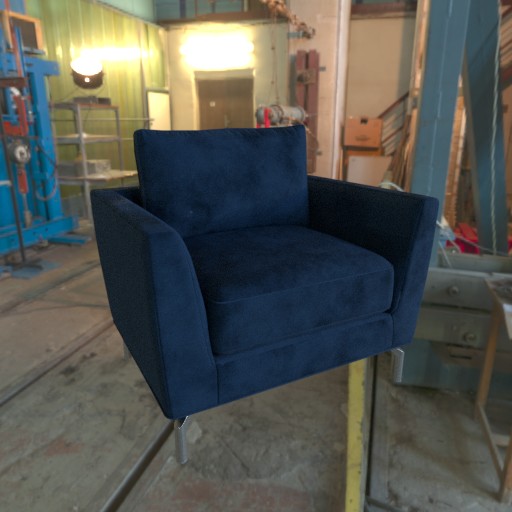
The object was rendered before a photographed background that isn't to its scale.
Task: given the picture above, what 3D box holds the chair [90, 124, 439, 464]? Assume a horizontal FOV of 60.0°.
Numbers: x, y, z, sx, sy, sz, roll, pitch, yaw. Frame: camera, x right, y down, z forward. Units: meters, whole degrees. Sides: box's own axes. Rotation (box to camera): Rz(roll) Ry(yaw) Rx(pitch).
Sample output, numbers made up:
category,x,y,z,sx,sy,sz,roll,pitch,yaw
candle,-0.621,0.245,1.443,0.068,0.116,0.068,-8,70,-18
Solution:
category,x,y,z,sx,sy,sz,roll,pitch,yaw
chair,0.000,0.000,1.578,0.977,0.893,0.746,-9,19,-28
